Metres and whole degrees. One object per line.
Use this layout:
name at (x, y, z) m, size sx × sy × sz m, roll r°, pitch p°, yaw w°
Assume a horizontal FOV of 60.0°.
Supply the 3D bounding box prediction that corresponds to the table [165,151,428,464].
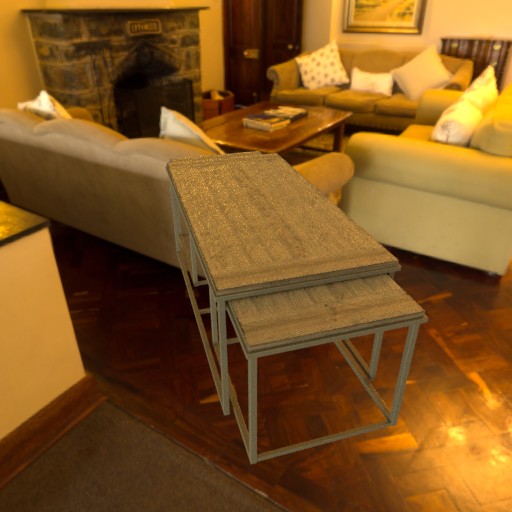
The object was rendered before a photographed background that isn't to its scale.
table at (0.000, 0.000, 1.585) m, size 0.489 × 0.427 × 1.312 m, roll -8°, pitch 31°, yaw -14°
